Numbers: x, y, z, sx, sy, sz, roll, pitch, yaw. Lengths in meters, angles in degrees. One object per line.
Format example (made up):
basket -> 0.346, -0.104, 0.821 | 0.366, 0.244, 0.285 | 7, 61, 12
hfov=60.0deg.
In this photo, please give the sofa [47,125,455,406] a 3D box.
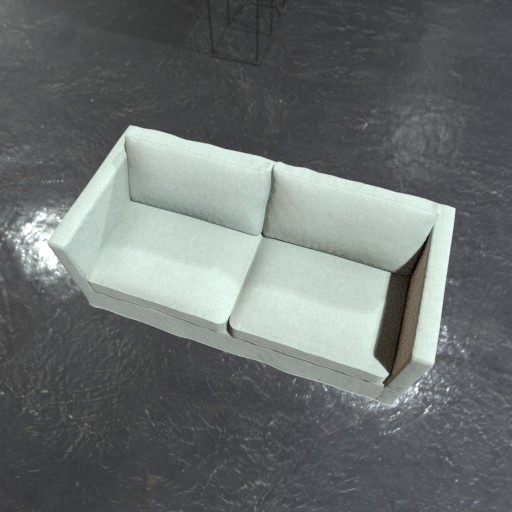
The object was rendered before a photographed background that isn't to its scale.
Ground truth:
sofa -> 0.000, 0.000, 2.562 | 1.987, 0.870, 0.940 | 16, 60, 10
